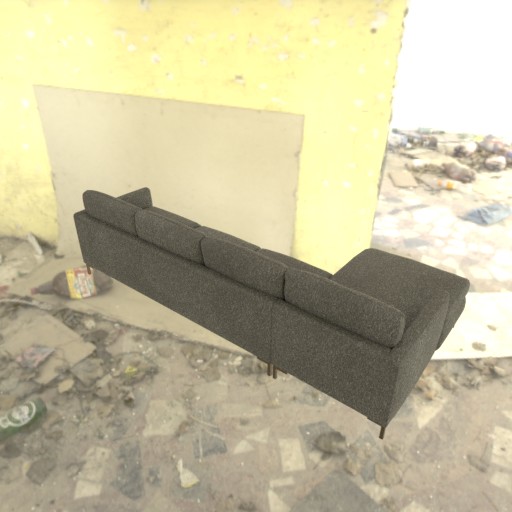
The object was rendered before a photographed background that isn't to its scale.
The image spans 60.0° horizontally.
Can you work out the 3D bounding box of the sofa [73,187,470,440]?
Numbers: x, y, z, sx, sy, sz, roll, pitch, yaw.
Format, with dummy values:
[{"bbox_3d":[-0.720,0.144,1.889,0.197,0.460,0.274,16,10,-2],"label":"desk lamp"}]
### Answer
[{"bbox_3d":[0.000,0.000,3.516,2.932,0.810,1.350,21,36,32],"label":"sofa"}]
